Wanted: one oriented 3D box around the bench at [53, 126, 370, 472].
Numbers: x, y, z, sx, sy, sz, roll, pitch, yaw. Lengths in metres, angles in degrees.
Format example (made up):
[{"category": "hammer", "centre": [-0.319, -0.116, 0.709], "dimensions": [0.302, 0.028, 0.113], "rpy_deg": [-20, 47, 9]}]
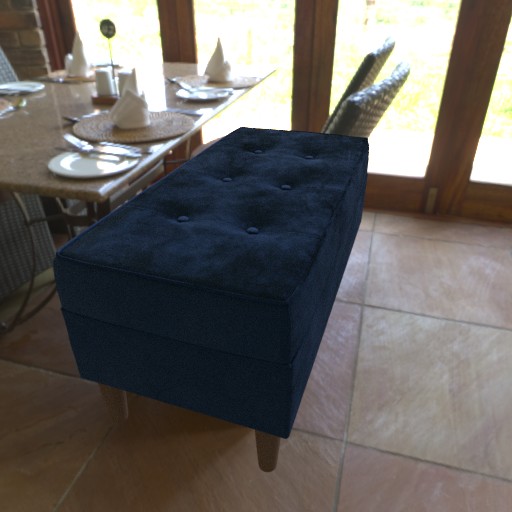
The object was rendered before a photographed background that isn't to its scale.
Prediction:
[{"category": "bench", "centre": [0.000, 0.000, 1.268], "dimensions": [0.489, 0.467, 1.010], "rpy_deg": [10, 32, 17]}]
